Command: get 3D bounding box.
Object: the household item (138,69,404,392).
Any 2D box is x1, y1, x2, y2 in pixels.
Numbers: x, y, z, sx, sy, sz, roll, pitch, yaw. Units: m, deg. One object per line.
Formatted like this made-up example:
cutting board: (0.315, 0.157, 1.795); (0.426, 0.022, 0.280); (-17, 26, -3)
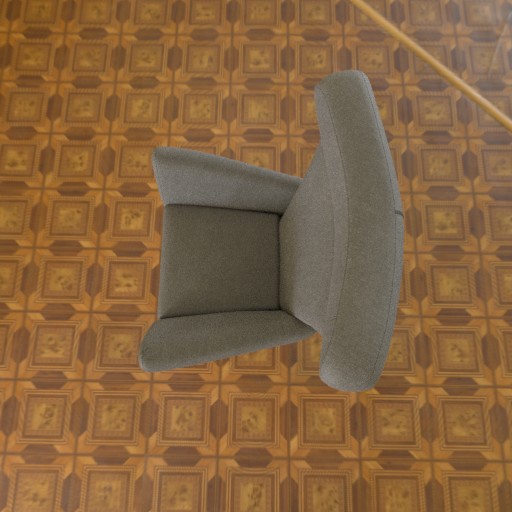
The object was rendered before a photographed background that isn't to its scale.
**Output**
household item: (0.000, 0.000, 1.742); (0.900, 1.050, 0.980); (0, 75, 0)
